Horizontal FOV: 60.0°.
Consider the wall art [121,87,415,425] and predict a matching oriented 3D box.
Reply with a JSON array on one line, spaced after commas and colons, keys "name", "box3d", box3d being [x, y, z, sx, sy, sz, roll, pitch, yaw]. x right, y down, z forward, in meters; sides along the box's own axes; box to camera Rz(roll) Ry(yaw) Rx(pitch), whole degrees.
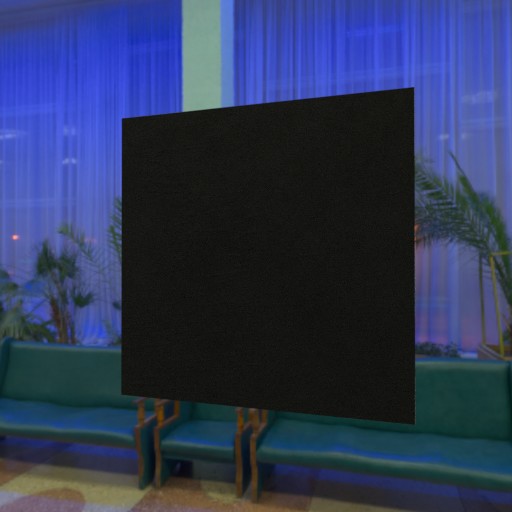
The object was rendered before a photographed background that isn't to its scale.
[{"name": "wall art", "box3d": [0.000, 0.000, 1.135, 0.765, 0.765, 0.046, 0, 0, 17]}]
